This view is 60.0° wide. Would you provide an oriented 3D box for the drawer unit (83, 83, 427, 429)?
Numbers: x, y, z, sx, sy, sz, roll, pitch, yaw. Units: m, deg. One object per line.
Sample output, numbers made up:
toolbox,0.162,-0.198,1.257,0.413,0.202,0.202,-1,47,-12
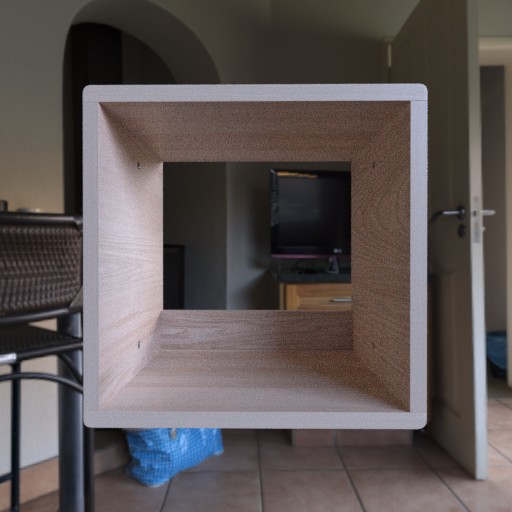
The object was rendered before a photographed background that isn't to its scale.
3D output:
drawer unit,0.000,0.000,0.588,0.344,0.344,0.290,0,0,1
